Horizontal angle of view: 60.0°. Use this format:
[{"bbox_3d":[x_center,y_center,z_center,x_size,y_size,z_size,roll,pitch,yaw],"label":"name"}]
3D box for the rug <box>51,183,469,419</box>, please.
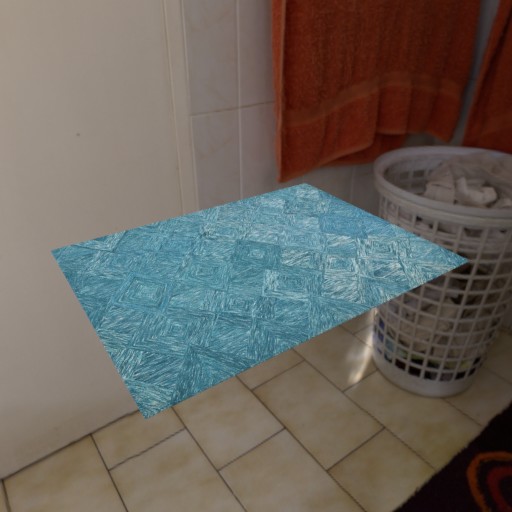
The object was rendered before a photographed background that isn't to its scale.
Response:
[{"bbox_3d":[0.000,0.000,4.257,3.217,0.027,2.405,-19,35,-29],"label":"rug"}]
